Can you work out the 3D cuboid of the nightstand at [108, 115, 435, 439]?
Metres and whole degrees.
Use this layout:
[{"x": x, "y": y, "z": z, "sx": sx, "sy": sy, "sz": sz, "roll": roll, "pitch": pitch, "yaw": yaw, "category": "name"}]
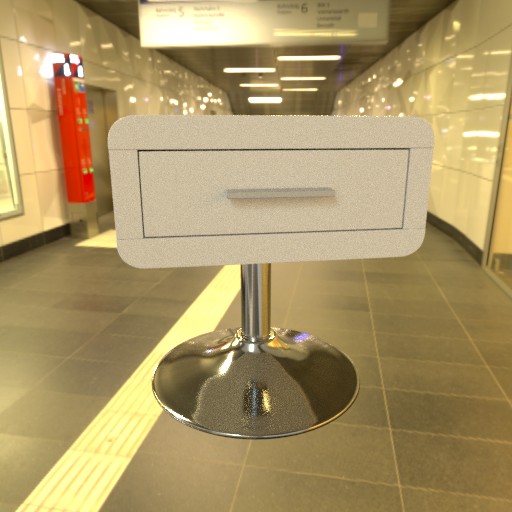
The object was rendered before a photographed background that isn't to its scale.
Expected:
[{"x": 0.000, "y": 0.000, "z": 0.758, "sx": 0.399, "sy": 0.447, "sz": 0.404, "roll": -2, "pitch": 16, "yaw": -9, "category": "nightstand"}]
